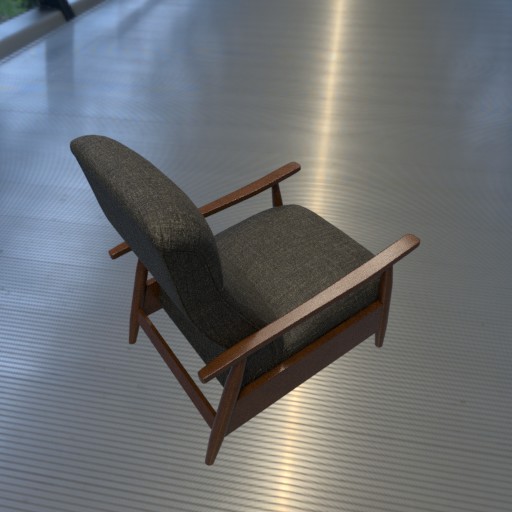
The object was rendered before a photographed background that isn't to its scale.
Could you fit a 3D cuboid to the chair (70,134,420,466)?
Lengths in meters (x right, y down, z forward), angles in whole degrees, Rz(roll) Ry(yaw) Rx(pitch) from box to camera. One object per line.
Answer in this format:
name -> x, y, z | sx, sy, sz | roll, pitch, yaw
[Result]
chair -> 0.000, 0.000, 1.749 | 1.014, 1.082, 0.762 | -25, 47, -26
